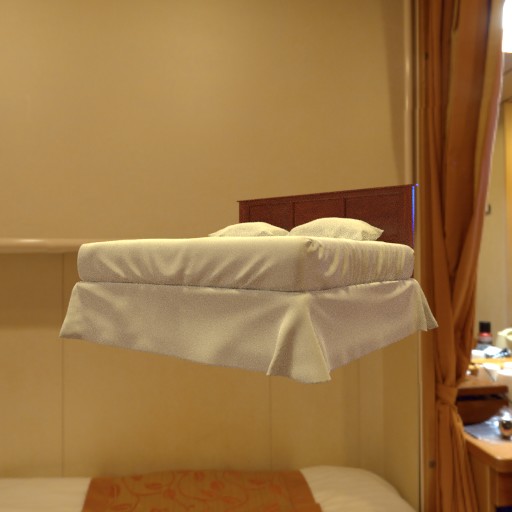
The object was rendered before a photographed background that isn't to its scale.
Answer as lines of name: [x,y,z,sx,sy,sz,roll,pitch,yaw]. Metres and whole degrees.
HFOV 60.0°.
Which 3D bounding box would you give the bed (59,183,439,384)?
bed: [0.000,0.000,3.594,2.314,1.271,2.219,0,0,36]
